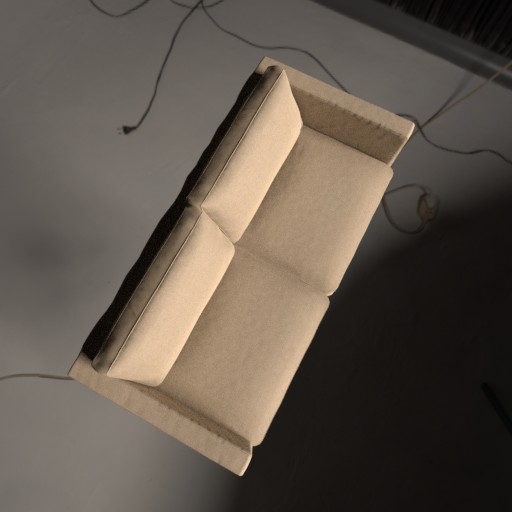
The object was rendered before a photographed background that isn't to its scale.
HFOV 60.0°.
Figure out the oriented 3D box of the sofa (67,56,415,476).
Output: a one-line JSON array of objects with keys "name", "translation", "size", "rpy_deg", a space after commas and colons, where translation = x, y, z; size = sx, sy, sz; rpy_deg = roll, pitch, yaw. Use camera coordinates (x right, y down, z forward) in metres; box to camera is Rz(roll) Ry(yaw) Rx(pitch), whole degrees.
[{"name": "sofa", "translation": [0.000, 0.000, 2.467], "size": [0.956, 0.847, 1.987], "rpy_deg": [27, 77, 7]}]
